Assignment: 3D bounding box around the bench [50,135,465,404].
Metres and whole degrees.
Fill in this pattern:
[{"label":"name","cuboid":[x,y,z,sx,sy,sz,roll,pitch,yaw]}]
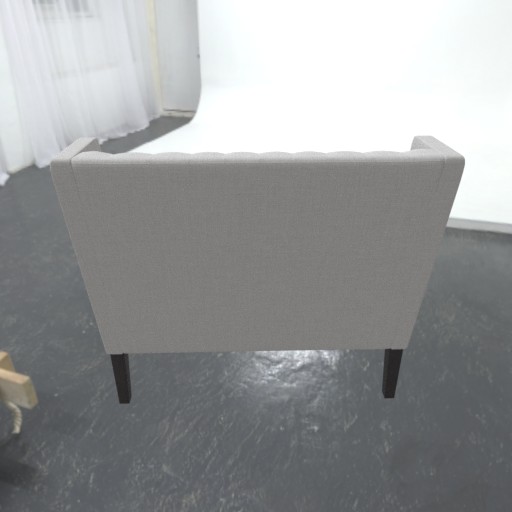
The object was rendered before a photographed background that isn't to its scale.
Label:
[{"label":"bench","cuboid":[0.000,0.000,1.959,1.280,1.123,0.847,-1,29,-1]}]
